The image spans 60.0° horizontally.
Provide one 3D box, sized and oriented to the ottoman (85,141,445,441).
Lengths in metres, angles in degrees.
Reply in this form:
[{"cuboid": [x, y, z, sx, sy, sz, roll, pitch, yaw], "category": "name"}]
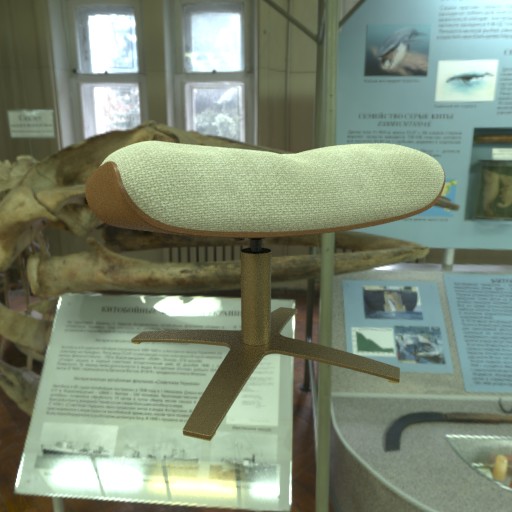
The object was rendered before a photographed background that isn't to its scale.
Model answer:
[{"cuboid": [0.000, 0.000, 0.792, 0.520, 0.391, 0.394, -7, 15, -26], "category": "ottoman"}]
